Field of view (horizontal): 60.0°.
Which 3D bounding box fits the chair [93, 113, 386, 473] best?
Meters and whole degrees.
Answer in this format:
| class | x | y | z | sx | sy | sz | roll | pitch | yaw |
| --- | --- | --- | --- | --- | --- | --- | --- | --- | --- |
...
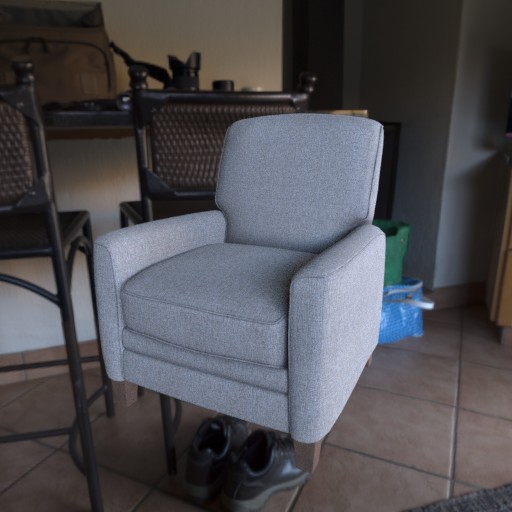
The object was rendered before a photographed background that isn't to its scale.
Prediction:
| class | x | y | z | sx | sy | sz | roll | pitch | yaw |
| --- | --- | --- | --- | --- | --- | --- | --- | --- | --- |
| chair | 0.000 | 0.000 | 1.611 | 0.848 | 1.014 | 0.864 | 8 | 17 | 26 |
